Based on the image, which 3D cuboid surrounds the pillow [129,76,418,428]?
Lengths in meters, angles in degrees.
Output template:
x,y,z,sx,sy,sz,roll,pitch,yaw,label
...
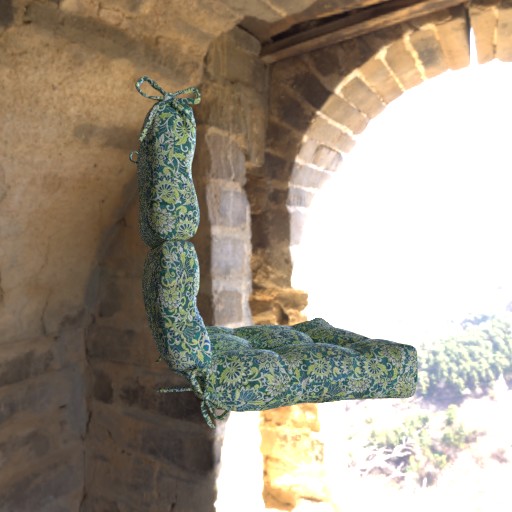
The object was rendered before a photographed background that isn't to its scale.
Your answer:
x,y,z,sx,sy,sz,roll,pitch,yaw,label
0.000,0.000,1.044,0.571,0.605,0.519,0,-1,-17,pillow
